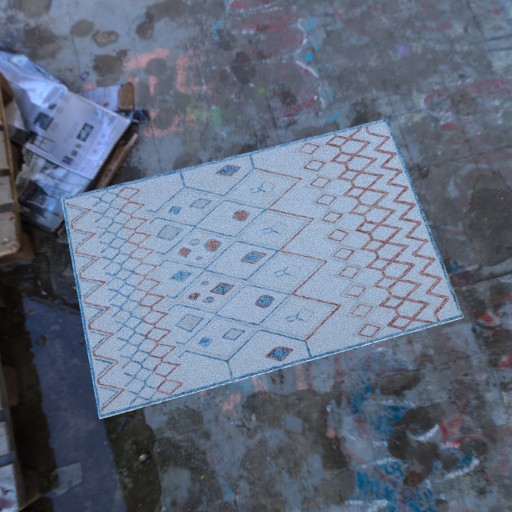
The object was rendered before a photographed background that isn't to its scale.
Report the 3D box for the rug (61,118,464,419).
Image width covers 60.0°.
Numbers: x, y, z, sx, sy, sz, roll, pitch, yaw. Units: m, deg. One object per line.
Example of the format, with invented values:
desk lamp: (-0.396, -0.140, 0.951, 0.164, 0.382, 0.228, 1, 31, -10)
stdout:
rug: (0.000, 0.000, 3.029, 2.438, 0.015, 1.524, -15, 76, -4)
